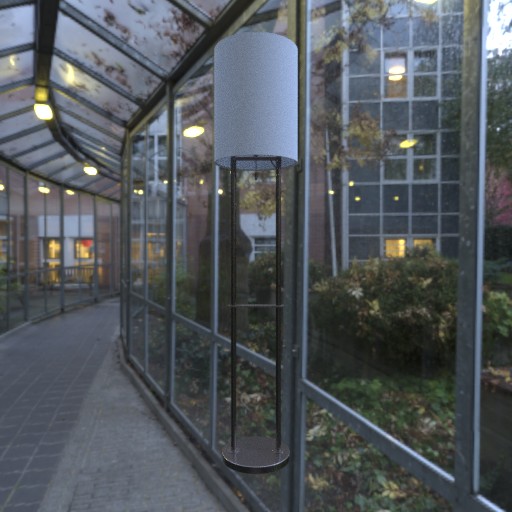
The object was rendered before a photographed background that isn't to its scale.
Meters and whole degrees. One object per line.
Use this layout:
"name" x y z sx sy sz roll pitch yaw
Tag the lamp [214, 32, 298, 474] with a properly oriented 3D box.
"lamp" 0.000 0.000 1.640 0.306 1.500 0.305 0 1 0
